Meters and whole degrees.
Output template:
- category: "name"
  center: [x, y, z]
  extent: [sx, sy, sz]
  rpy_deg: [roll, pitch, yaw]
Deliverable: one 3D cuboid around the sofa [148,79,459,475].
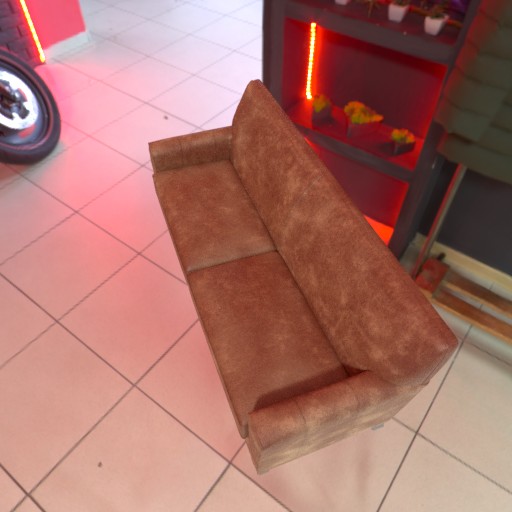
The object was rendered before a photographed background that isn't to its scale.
- category: "sofa"
  center: [0.000, 0.000, 2.462]
  extent: [0.805, 0.947, 2.053]
  rpy_deg: [-16, 51, -13]
